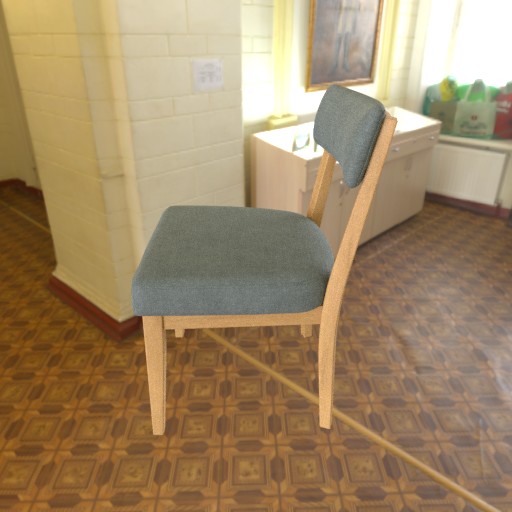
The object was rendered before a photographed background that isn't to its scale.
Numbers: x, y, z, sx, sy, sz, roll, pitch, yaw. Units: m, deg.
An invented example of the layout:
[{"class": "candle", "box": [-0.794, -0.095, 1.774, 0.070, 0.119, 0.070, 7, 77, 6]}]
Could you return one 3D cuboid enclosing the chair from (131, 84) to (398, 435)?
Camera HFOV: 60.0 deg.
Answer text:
[{"class": "chair", "box": [0.000, 0.000, 1.197, 0.572, 0.832, 0.508, -1, 26, -1]}]
